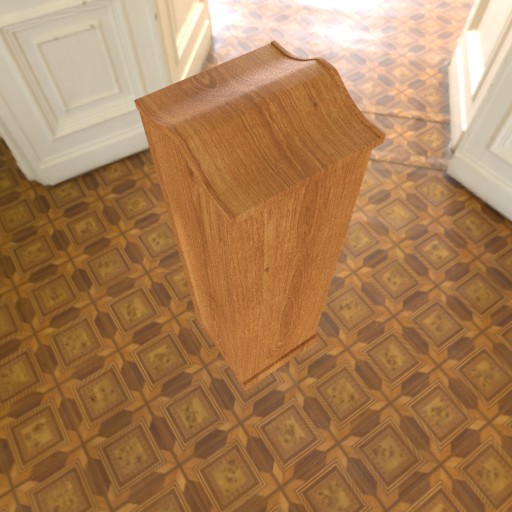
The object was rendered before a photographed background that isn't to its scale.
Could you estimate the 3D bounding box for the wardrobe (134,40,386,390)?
[{"bbox_3d":[0.000,0.000,2.142,0.570,1.870,0.590,-30,63,-17],"label":"wardrobe"}]
